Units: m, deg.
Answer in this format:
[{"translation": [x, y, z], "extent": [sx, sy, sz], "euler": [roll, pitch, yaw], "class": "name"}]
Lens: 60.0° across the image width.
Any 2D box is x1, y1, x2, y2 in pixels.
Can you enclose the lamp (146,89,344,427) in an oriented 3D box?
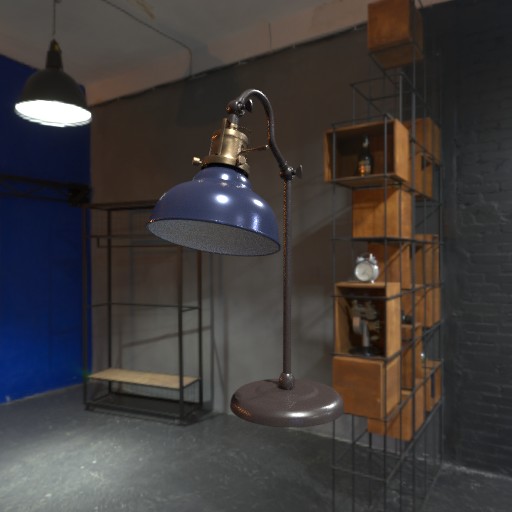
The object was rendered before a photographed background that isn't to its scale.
[{"translation": [0.000, 0.000, 0.678], "extent": [0.192, 0.508, 0.374], "euler": [0, 0, 35], "class": "lamp"}]
